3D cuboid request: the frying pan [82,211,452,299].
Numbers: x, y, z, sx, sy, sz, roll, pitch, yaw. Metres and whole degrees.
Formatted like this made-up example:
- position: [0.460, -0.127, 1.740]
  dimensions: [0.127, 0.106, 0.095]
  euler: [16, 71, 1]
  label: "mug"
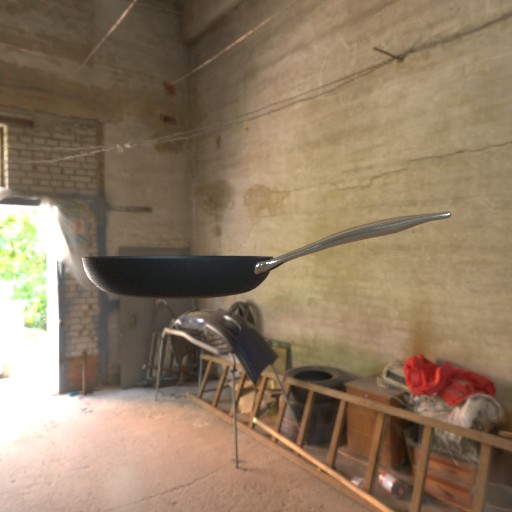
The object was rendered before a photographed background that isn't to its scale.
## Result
- position: [0.000, 0.000, 0.580]
  dimensions: [0.472, 0.105, 0.255]
  euler: [0, 1, 17]
  label: "frying pan"
